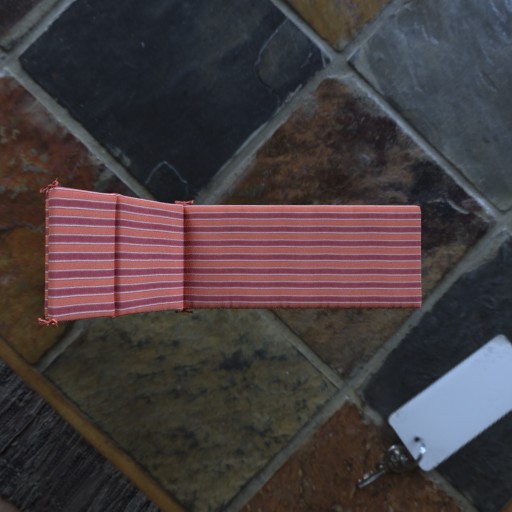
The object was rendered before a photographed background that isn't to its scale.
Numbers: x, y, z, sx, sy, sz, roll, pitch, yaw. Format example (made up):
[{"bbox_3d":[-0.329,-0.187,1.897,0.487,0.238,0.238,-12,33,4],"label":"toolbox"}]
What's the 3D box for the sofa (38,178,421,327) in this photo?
[{"bbox_3d":[0.000,0.000,1.968,1.663,0.622,0.582,0,89,0],"label":"sofa"}]
